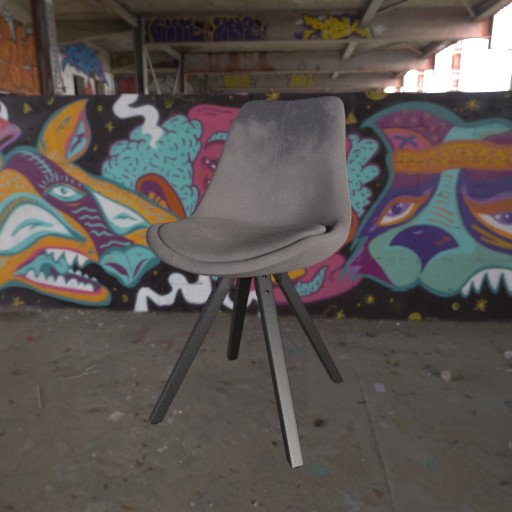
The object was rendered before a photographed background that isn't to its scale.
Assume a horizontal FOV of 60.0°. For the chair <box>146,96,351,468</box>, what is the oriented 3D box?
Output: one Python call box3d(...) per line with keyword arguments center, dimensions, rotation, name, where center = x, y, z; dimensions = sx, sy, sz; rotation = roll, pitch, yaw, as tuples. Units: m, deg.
box3d(center=(0.000, 0.000, 1.181), dimensions=(0.476, 0.850, 0.550), rotation=(6, 14, 24), name="chair")
